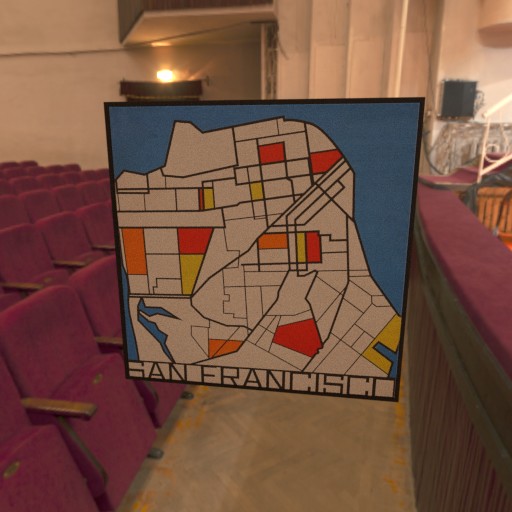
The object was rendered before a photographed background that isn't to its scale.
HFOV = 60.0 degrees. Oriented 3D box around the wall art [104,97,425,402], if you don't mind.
[{"bbox_3d":[0.000,0.000,0.685,0.458,0.457,0.013,2,14,9],"label":"wall art"}]
